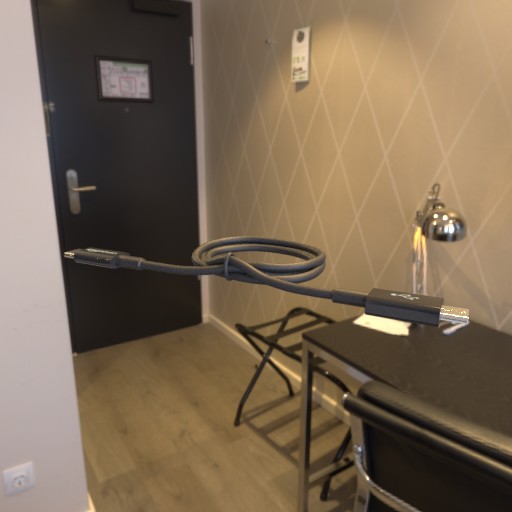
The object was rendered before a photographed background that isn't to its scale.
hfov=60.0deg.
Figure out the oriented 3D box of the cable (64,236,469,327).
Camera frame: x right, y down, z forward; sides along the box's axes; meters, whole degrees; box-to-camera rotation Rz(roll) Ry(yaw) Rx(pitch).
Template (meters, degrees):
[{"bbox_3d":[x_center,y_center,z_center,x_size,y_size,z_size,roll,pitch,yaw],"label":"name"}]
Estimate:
[{"bbox_3d":[0.000,0.000,0.217,0.192,0.014,0.070,7,17,26],"label":"cable"}]
